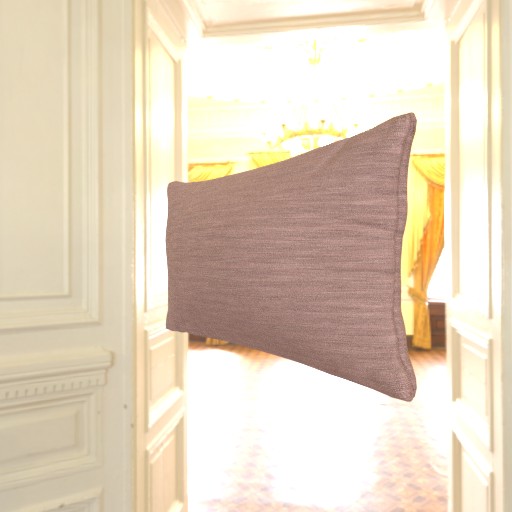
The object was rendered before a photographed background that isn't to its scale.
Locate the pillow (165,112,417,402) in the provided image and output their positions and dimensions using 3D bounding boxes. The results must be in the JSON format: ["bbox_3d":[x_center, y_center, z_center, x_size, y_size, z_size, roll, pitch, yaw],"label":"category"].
[{"bbox_3d":[0.000,0.000,0.768,0.210,0.338,0.633,0,0,-37],"label":"pillow"}]
